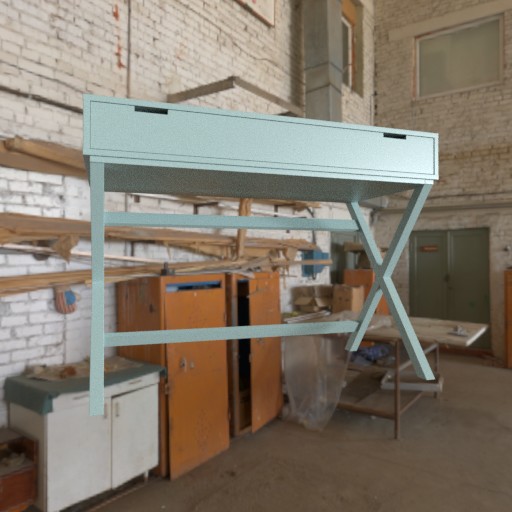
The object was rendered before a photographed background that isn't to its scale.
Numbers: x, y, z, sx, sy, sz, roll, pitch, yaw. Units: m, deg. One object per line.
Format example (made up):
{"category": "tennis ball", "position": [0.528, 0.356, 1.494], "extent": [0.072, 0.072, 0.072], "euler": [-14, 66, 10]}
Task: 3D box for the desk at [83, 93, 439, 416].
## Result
{"category": "desk", "position": [0.000, 0.000, 1.478], "extent": [1.059, 0.780, 0.509], "euler": [0, 0, -19]}
